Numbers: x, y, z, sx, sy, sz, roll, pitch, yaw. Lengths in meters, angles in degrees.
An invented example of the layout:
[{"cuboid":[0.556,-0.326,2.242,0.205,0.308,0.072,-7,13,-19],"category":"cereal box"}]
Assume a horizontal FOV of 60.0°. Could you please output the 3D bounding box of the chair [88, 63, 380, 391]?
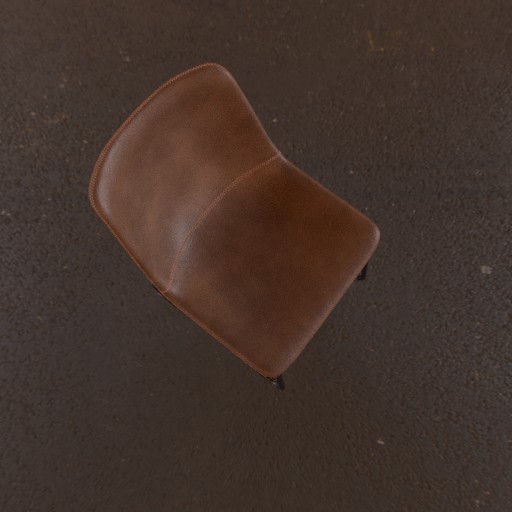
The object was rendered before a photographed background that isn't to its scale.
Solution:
[{"cuboid":[0.000,0.000,1.111,0.551,0.780,0.460,37,79,8],"category":"chair"}]
